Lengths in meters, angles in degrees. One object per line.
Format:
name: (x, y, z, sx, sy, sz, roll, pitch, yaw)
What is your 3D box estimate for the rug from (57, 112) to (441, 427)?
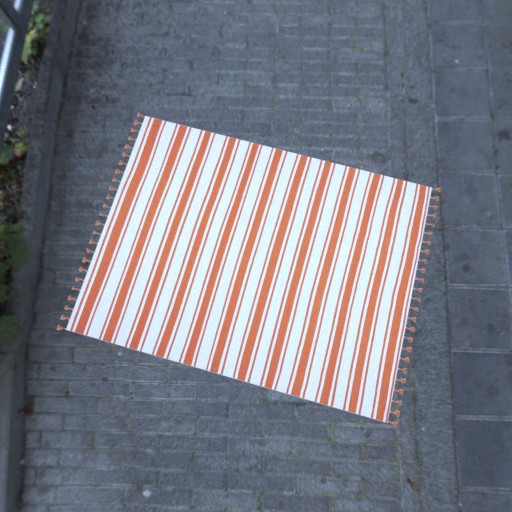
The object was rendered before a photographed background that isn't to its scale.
rug: (0.000, 0.000, 4.478, 3.369, 0.035, 2.451, 15, 76, 4)
